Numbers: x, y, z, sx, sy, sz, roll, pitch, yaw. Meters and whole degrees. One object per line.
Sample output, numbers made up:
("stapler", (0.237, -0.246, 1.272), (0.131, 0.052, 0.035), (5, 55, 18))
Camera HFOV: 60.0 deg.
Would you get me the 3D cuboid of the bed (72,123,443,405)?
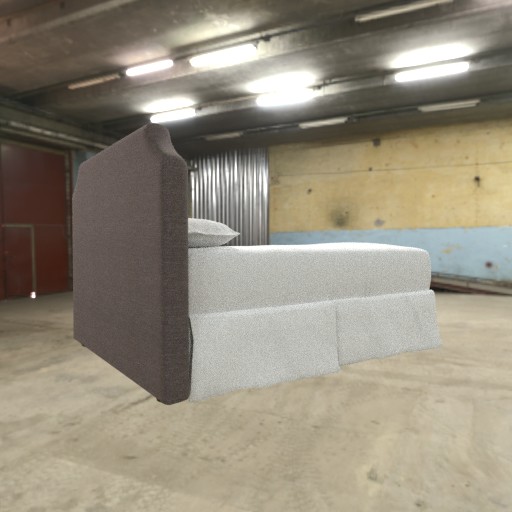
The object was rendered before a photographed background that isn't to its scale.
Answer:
("bed", (0.000, 0.000, 3.161), (2.116, 1.290, 1.693), (-1, 2, -35))
